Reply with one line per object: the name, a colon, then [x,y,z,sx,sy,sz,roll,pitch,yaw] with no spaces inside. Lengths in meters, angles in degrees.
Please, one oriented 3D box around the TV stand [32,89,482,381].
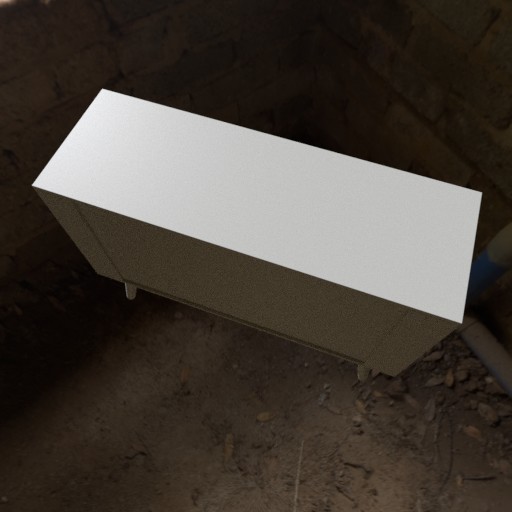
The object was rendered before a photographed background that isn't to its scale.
TV stand: [0.000,0.000,1.600,1.193,0.812,0.406,18,64,9]
